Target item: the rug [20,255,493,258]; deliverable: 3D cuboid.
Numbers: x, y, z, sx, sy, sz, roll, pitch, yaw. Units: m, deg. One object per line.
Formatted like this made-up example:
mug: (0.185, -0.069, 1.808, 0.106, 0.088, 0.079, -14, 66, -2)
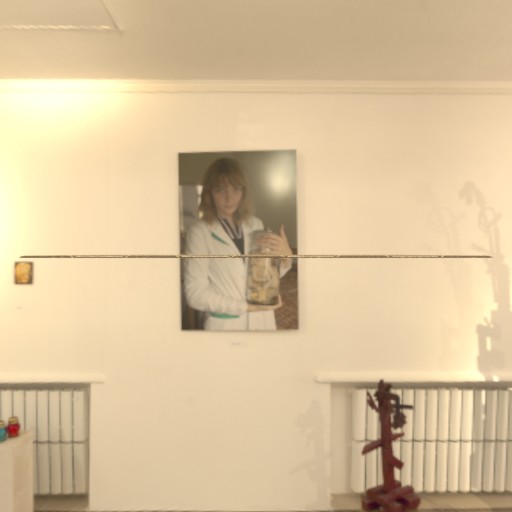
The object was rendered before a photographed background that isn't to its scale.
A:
rug: (0.000, 0.000, 3.063, 2.457, 0.012, 1.541, 0, 0, -1)
